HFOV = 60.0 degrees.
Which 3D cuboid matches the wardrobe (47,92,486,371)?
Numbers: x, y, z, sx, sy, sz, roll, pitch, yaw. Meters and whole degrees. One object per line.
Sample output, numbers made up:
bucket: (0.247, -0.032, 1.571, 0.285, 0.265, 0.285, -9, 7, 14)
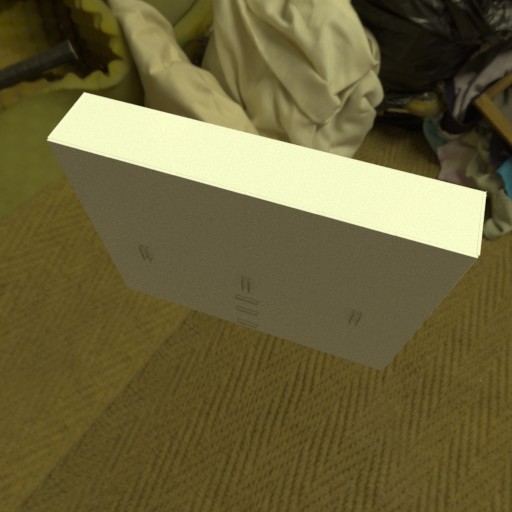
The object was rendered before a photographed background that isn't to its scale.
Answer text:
wardrobe: (0.000, 0.000, 4.034, 3.000, 2.360, 0.580, 17, 61, 10)
